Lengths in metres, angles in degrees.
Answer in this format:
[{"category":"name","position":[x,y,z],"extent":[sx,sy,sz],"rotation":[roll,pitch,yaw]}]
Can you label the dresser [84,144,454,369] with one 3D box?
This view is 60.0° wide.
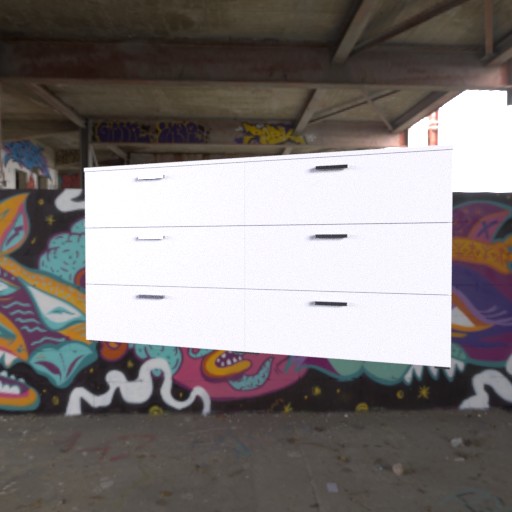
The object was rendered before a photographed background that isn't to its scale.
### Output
[{"category":"dresser","position":[0.000,0.000,1.919],"extent":[1.535,0.790,0.333],"rotation":[0,1,18]}]
